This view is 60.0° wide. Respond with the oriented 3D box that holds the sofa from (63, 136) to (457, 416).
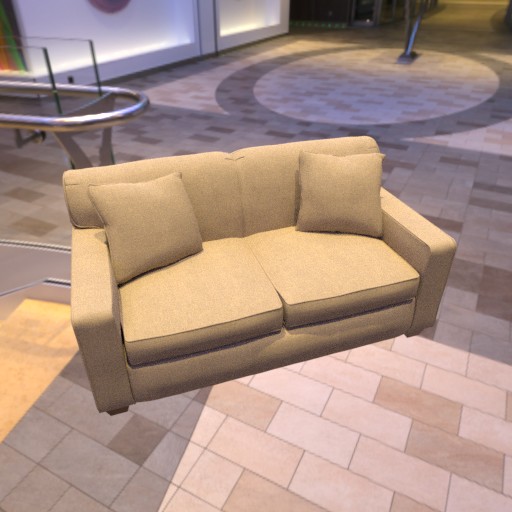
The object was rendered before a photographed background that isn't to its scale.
[{"bbox_3d":[0.000,0.000,2.421,1.846,0.958,0.998,-10,35,-16],"label":"sofa"}]
